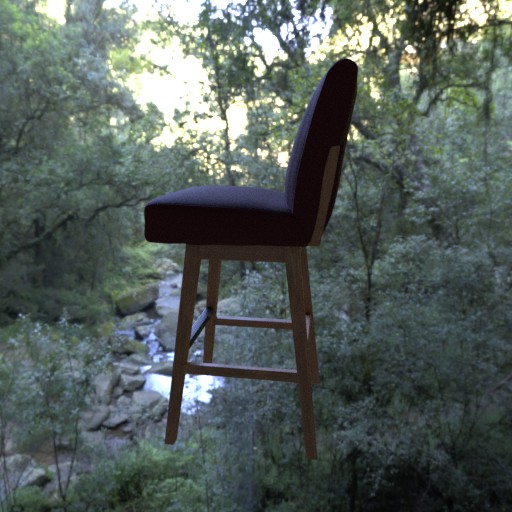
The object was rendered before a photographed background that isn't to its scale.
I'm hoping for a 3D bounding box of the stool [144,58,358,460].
[{"bbox_3d":[0.000,0.000,1.403,0.562,1.093,0.468,2,14,9],"label":"stool"}]
